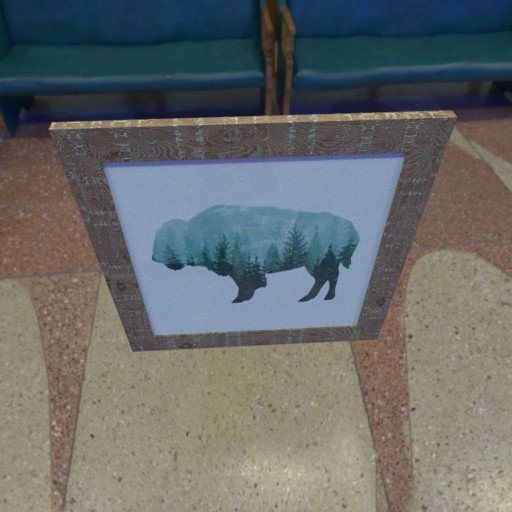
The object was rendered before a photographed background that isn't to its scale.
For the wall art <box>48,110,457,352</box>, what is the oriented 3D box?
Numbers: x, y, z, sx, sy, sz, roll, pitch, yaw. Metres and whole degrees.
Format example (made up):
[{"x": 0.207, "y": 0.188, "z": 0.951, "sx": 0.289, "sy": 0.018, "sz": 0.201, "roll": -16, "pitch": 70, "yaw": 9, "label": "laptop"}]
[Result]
[{"x": 0.000, "y": 0.000, "z": 0.557, "sx": 0.380, "sy": 0.380, "sz": 0.022, "roll": -2, "pitch": 46, "yaw": -2, "label": "wall art"}]
